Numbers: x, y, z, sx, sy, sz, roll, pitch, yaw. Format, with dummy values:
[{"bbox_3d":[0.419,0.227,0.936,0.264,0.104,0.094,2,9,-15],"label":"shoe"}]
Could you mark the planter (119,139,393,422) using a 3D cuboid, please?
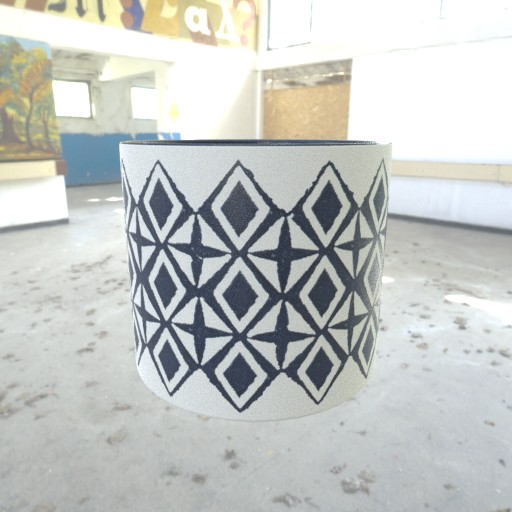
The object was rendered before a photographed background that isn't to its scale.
[{"bbox_3d":[0.000,0.000,0.403,0.224,0.203,0.224,0,16,0],"label":"planter"}]
